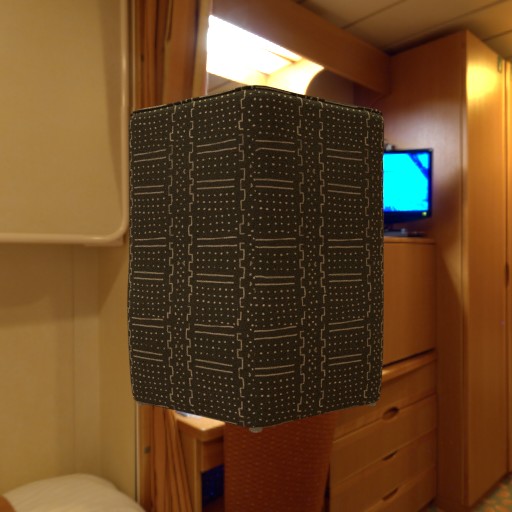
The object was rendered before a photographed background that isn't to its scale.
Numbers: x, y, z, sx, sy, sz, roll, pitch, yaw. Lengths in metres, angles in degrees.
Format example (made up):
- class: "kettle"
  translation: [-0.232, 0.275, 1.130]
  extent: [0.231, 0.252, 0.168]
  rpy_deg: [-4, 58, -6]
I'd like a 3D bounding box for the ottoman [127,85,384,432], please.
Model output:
- class: "ottoman"
  translation: [0.000, 0.000, 0.863]
  extent: [0.443, 0.502, 0.494]
  rpy_deg: [0, 0, 0]
